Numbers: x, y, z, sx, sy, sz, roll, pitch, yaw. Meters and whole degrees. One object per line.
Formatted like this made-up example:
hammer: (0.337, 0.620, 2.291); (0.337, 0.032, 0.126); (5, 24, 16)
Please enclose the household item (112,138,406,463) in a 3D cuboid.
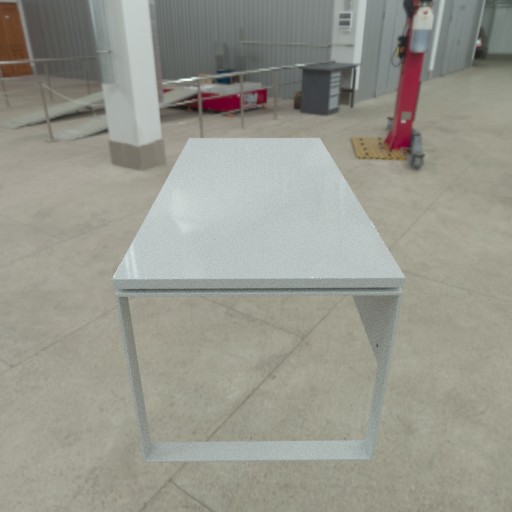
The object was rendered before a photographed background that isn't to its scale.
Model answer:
household item: (0.000, 0.000, 2.132); (0.800, 0.745, 1.700); (0, 27, -1)
